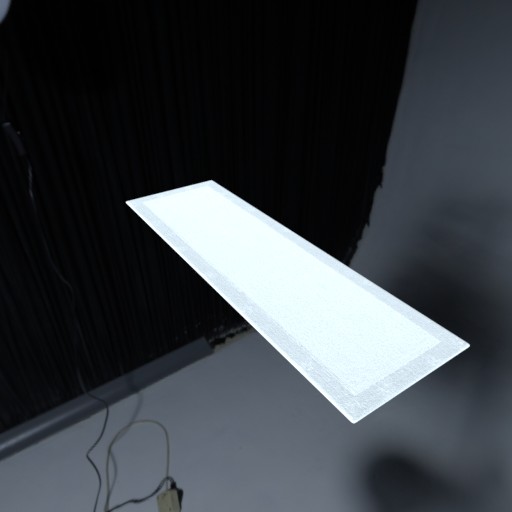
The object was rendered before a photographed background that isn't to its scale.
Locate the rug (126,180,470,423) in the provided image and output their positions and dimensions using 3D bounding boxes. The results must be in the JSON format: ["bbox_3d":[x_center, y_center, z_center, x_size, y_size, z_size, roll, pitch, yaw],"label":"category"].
[{"bbox_3d":[0.000,0.000,2.733,0.759,0.012,2.430,-20,37,-29],"label":"rug"}]
